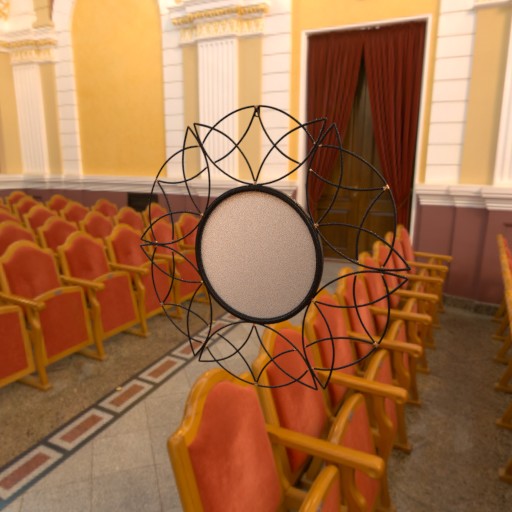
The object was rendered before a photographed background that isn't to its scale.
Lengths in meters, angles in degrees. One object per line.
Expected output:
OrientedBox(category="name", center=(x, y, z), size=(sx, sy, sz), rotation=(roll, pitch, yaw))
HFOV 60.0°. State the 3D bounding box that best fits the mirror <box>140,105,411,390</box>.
OrientedBox(category="mirror", center=(0.000, 0.000, 1.193), size=(0.797, 0.775, 0.028), rotation=(6, 14, 26))
